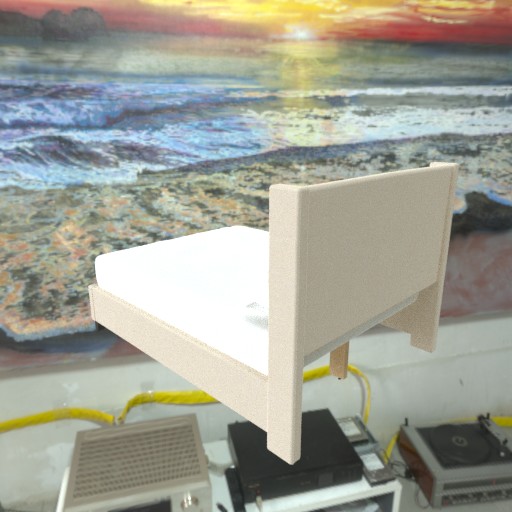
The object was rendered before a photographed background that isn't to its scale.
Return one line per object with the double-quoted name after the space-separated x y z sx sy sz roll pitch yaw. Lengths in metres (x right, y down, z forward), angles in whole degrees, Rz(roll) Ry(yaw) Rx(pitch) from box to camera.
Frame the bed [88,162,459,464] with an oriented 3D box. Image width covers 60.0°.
0.000 0.000 3.506 2.293 1.471 1.778 16 23 43 "bed"
